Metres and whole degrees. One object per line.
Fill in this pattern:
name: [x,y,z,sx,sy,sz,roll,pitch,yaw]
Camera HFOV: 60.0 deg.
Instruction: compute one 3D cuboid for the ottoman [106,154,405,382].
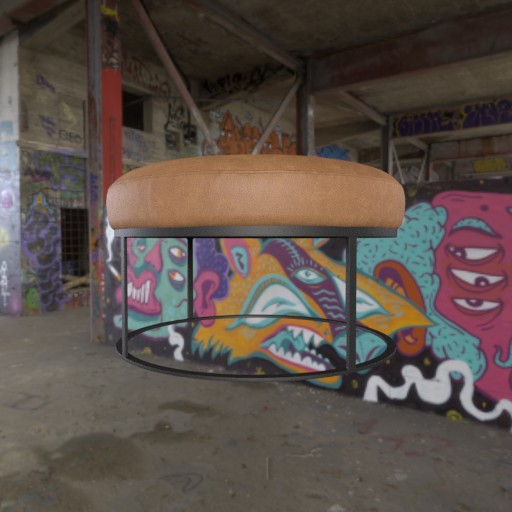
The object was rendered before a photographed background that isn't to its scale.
ottoman: [0.000,0.000,1.211,0.771,0.460,0.771,0,2,0]
